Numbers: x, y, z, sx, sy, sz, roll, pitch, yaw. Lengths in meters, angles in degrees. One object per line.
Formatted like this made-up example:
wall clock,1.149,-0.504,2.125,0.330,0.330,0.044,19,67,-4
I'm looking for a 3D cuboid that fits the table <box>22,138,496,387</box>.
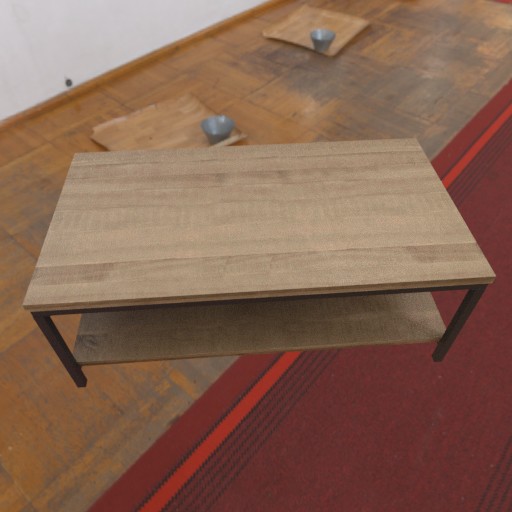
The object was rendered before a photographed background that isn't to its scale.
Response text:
table,0.000,0.000,1.327,1.062,0.393,0.574,-3,47,-3
